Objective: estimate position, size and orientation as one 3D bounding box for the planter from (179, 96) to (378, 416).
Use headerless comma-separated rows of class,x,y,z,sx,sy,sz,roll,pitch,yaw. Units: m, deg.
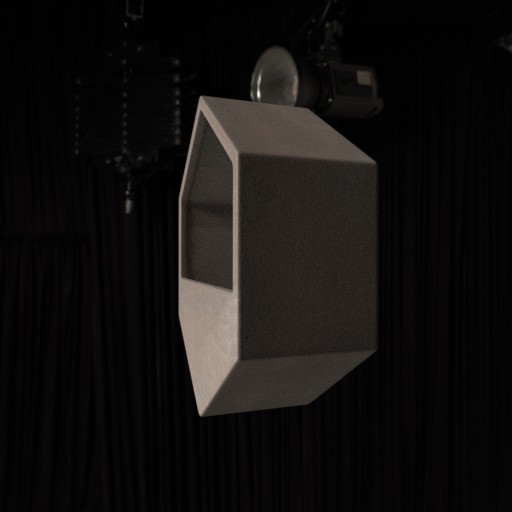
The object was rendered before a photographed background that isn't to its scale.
planter,0.000,0.000,0.298,0.077,0.206,0.169,0,0,-19
